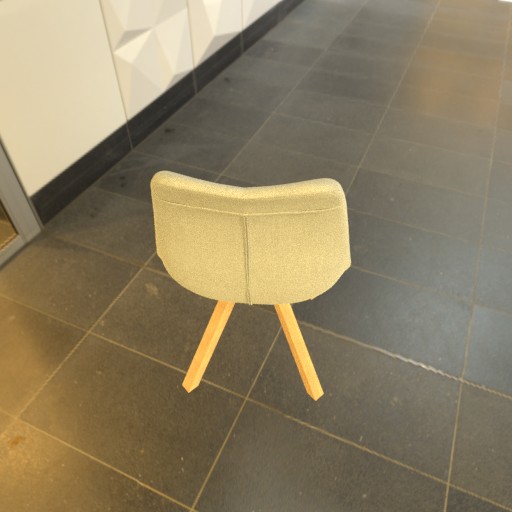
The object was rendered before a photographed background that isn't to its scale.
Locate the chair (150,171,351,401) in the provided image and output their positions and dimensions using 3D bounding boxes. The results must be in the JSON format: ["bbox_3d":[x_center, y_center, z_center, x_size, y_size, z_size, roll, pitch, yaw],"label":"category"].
[{"bbox_3d":[0.000,0.000,1.180,0.474,0.863,0.549,3,46,3],"label":"chair"}]
